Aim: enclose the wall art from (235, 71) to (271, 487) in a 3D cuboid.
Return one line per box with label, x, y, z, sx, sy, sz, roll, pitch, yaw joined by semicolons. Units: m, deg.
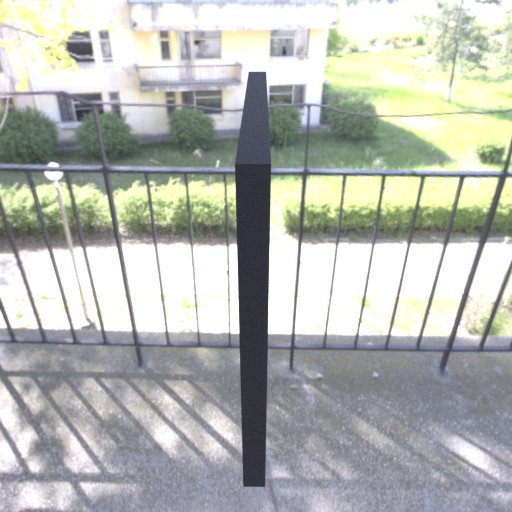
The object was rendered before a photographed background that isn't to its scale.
wall art;0.000;0.000;0.754;0.033;0.507;0.508;0;31;1
